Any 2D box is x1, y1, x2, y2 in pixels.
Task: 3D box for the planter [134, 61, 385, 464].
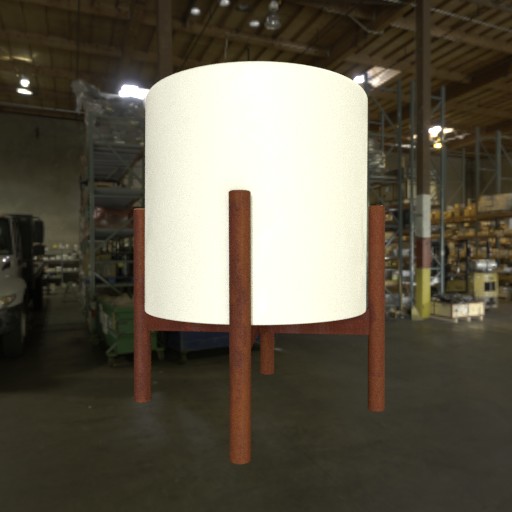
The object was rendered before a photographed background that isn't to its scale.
[{"bbox_3d":[0.000,0.000,0.864,0.421,0.581,0.420,0,1,-36],"label":"planter"}]
